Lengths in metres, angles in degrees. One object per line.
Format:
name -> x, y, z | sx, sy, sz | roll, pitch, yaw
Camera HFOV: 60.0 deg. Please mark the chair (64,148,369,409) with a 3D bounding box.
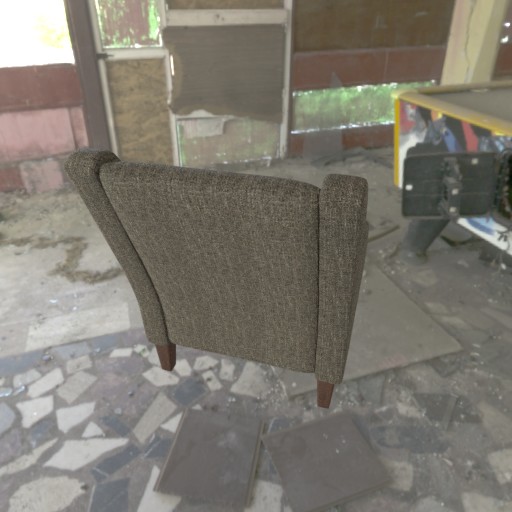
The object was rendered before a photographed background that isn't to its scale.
chair -> 0.000, 0.000, 1.693 | 0.793, 1.012, 0.944 | 9, 32, 15
